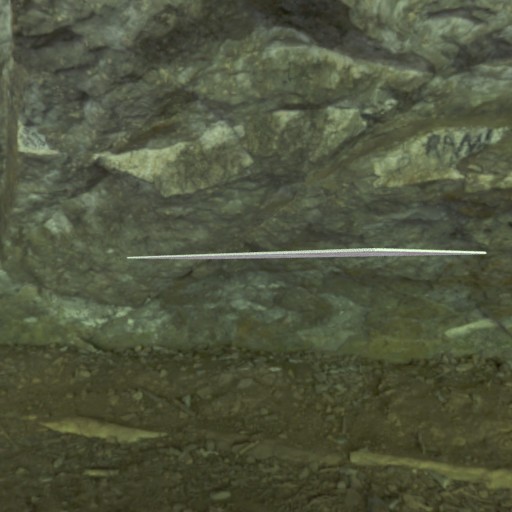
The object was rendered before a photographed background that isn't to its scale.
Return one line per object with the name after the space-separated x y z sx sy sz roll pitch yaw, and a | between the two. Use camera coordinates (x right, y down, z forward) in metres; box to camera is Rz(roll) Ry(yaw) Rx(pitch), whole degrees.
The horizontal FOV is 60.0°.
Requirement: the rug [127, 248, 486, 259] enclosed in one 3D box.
0.000 0.000 2.032 0.562 0.009 1.824 1 -1 -36 | rug
